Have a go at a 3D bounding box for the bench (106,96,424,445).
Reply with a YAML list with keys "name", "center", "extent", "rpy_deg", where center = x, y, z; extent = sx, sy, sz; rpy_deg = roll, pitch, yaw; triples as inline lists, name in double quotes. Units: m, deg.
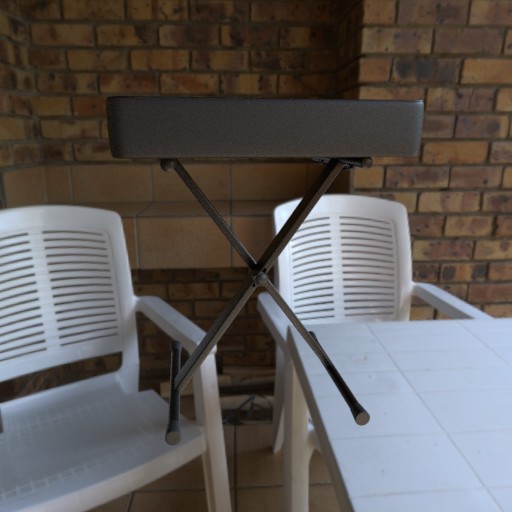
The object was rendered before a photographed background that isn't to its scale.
- name: "bench"
  center: [0.000, 0.000, 0.780]
  extent: [0.424, 0.500, 0.321]
  rpy_deg: [-2, 15, -9]
